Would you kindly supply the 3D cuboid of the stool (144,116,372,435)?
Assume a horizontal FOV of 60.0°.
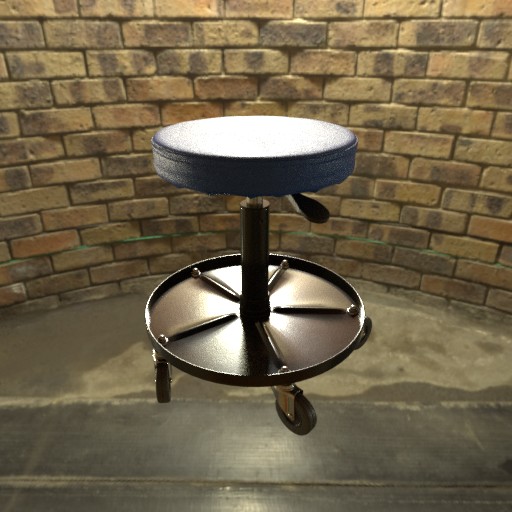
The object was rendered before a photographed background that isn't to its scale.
[{"bbox_3d":[0.000,0.000,0.667,0.381,0.365,0.382,-19,33,-33],"label":"stool"}]
